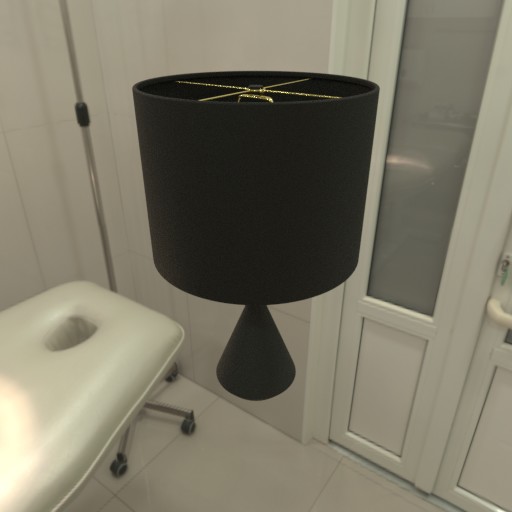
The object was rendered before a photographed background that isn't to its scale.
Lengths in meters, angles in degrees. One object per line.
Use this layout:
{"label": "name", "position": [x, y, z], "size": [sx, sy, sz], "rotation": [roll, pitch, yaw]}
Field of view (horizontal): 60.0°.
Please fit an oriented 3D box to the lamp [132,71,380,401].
{"label": "lamp", "position": [0.000, 0.000, 0.798], "size": [0.359, 0.584, 0.359], "rotation": [19, 33, 31]}
